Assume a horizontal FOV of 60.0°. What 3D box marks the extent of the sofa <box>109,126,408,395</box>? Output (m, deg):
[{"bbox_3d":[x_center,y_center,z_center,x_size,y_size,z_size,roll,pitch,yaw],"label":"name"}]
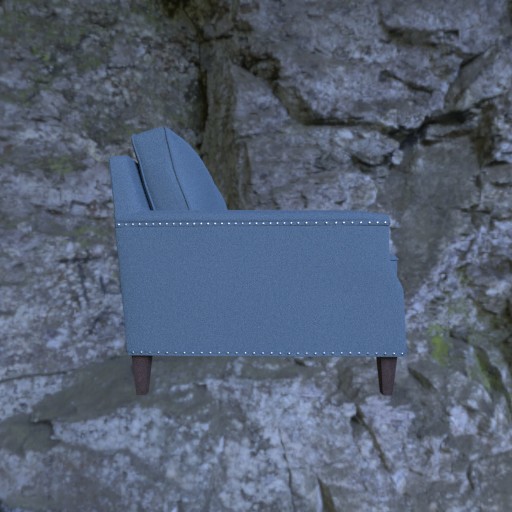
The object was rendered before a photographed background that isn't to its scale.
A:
[{"bbox_3d":[0.000,0.000,2.328,1.084,1.003,1.597,0,0,0],"label":"sofa"}]
